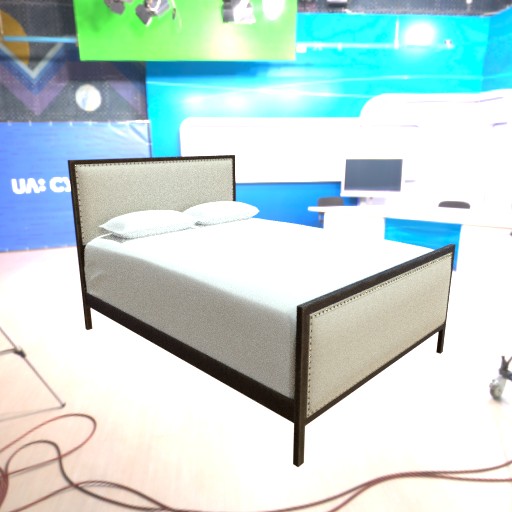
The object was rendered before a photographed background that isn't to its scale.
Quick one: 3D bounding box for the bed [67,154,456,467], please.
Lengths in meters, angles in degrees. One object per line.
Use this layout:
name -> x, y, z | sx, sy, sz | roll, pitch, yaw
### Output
bed -> 0.000, 0.000, 3.145 | 2.221, 1.313, 1.607 | 14, 20, 43
